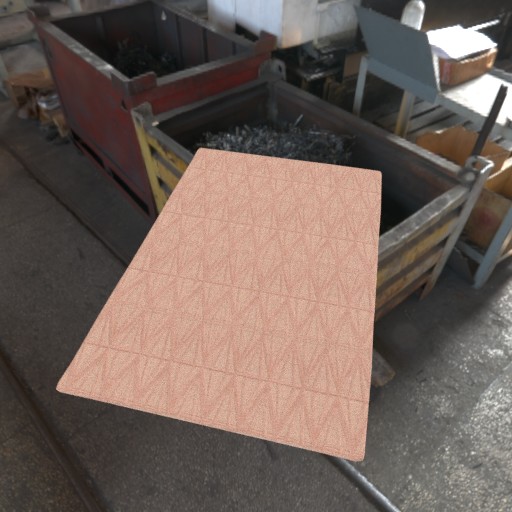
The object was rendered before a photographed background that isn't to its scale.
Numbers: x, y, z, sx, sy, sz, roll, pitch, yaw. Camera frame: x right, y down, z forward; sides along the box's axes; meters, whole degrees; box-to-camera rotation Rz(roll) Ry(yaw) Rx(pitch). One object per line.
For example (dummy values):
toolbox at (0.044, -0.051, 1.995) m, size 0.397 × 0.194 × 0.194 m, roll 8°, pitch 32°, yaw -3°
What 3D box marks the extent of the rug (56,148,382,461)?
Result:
rug at (0.000, 0.000, 2.999) m, size 1.609 × 0.015 × 2.390 m, roll 9°, pitch 46°, yaw 9°
